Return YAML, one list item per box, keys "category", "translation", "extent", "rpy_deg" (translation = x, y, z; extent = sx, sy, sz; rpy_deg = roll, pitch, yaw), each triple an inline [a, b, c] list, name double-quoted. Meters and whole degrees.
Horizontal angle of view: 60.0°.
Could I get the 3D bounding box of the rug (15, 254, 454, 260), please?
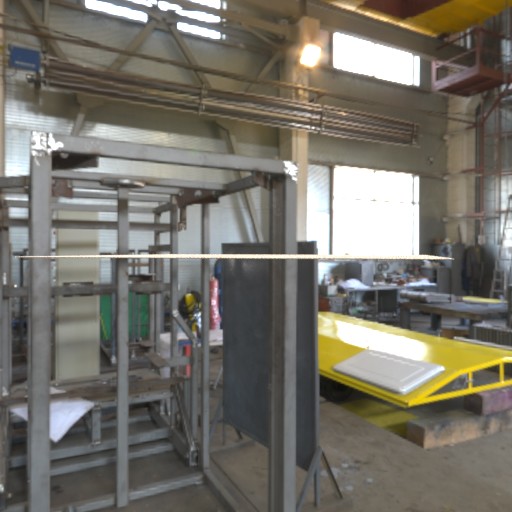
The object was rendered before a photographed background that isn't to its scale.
- category: "rug"
  translation: [0.000, 0.000, 4.051]
  extent: [3.046, 0.008, 2.442]
  rpy_deg: [0, 1, 17]
